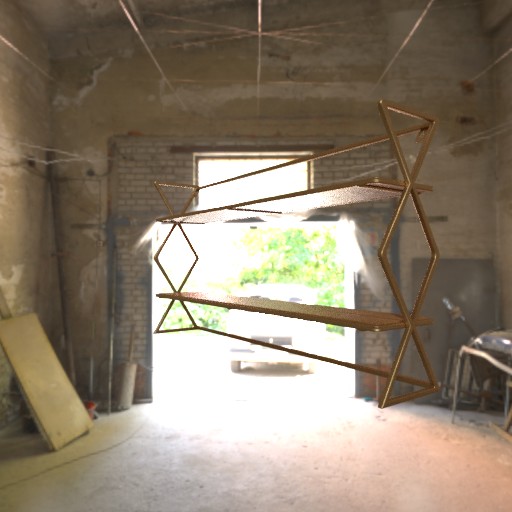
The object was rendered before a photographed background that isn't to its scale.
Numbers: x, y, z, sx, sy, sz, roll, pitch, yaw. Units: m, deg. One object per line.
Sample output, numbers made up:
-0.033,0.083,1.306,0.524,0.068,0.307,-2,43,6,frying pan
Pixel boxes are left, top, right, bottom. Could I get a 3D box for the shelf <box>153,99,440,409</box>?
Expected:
0.000,0.000,1.016,0.150,0.450,0.822,1,-1,-36,shelf
